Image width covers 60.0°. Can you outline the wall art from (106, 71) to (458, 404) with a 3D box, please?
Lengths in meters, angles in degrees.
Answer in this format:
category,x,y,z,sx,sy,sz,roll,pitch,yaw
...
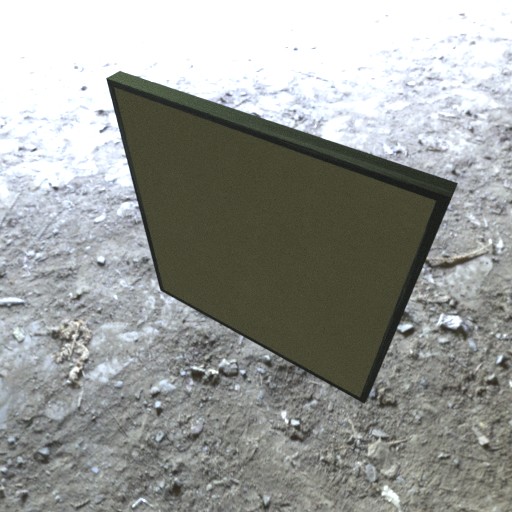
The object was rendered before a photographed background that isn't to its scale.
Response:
category,x,y,z,sx,sy,sz,roll,pitch,yaw
wall art,0.000,0.000,1.135,0.762,0.758,0.043,25,52,21
